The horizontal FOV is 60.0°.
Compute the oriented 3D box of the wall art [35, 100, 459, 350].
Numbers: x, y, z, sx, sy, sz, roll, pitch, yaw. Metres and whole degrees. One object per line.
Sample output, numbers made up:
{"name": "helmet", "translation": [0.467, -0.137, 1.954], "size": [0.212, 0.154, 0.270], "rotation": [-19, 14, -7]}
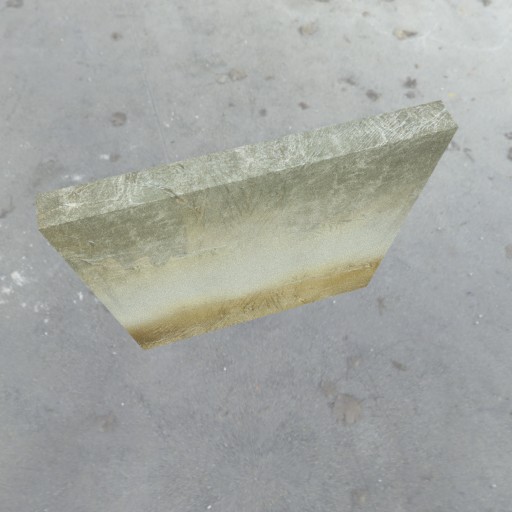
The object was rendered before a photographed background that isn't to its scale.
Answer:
{"name": "wall art", "translation": [0.000, 0.000, 0.600], "size": [0.405, 0.407, 0.038], "rotation": [-15, 64, -7]}
